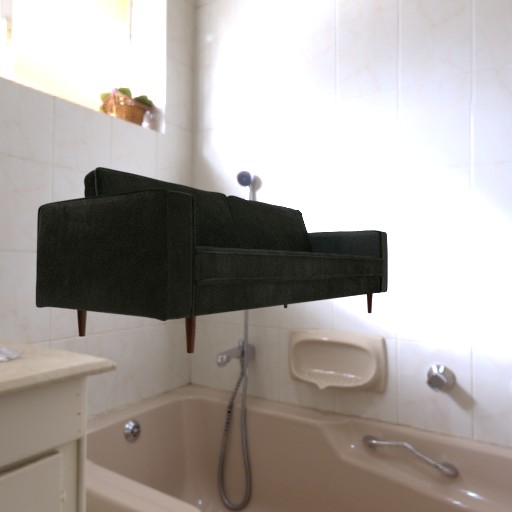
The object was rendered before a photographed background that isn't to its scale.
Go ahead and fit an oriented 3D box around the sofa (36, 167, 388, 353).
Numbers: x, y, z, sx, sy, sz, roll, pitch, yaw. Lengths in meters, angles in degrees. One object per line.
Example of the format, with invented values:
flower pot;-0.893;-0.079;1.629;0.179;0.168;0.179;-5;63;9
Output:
sofa;0.000;0.000;2.610;0.886;0.781;2.214;-1;-2;36
